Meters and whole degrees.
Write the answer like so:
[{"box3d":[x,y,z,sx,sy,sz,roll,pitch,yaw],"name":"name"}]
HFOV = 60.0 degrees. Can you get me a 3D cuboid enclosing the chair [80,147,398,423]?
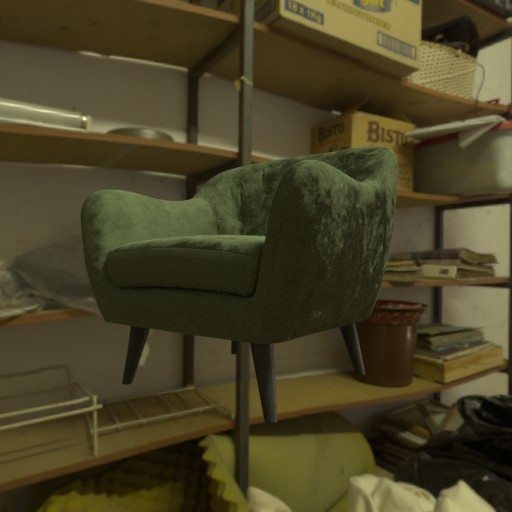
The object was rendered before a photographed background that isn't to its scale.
[{"box3d":[0.000,0.000,1.488,0.840,0.804,0.819,0,0,36],"name":"chair"}]
